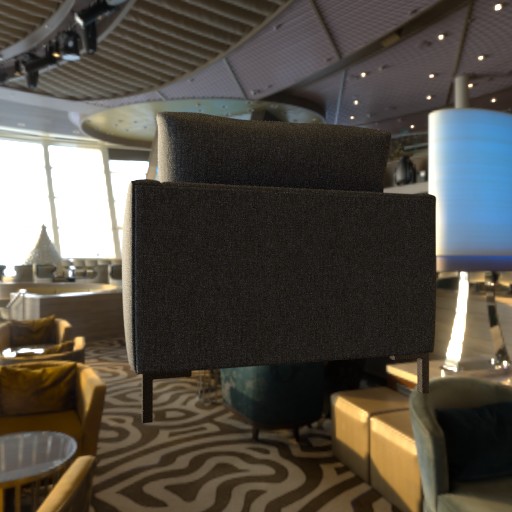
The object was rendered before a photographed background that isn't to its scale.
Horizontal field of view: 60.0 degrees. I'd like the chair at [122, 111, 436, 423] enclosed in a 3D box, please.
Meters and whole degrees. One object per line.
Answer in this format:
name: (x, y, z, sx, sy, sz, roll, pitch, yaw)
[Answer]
chair: (0.000, 0.000, 1.662, 0.963, 0.861, 0.866, 0, 0, -17)
